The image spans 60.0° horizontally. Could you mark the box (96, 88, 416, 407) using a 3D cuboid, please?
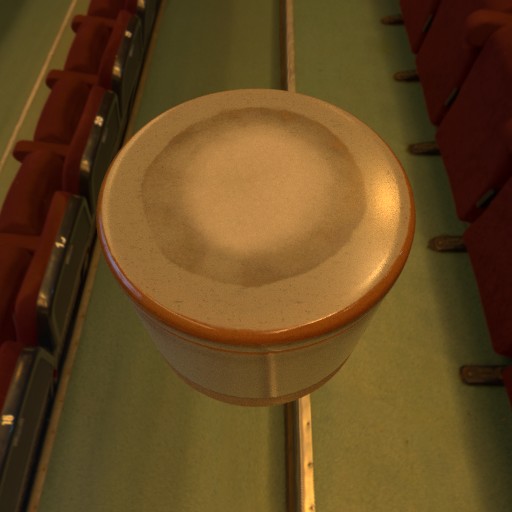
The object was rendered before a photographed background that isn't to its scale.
[{"bbox_3d":[0.000,0.000,0.211,0.123,0.100,0.123,0,58,0],"label":"box"}]
